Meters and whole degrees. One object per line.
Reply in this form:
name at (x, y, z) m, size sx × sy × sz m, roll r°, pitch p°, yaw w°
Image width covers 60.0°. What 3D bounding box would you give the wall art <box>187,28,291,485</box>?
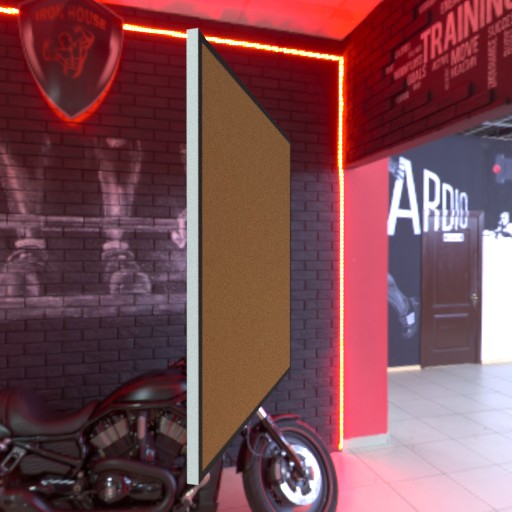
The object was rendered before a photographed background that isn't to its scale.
wall art at (0.000, 0.000, 1.168) m, size 0.022 × 0.803 × 0.805 m, roll 0°, pitch 0°, yaw 16°
